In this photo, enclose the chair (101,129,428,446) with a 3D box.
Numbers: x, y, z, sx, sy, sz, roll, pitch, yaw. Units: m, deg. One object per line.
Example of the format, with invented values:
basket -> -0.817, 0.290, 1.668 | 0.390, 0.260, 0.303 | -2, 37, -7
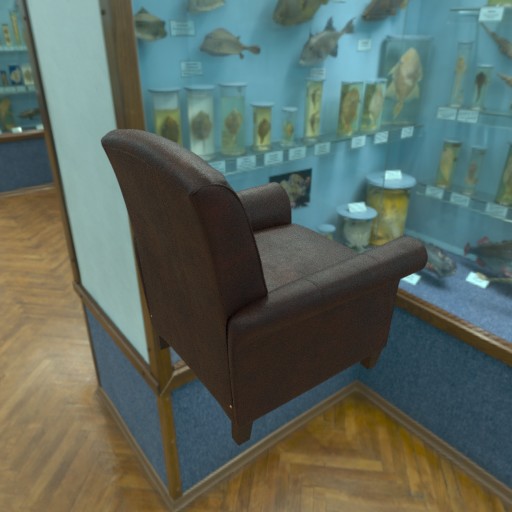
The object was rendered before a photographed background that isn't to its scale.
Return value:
chair -> 0.000, 0.000, 1.799 | 0.902, 1.061, 0.978 | -18, 32, -31
